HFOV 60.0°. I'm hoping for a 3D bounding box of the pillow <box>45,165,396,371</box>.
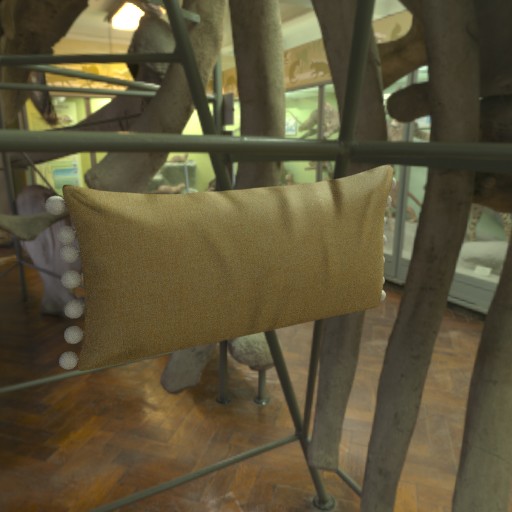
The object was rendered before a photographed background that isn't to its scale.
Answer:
[{"bbox_3d":[0.000,0.000,0.834,0.709,0.322,0.201,-8,16,-27],"label":"pillow"}]
